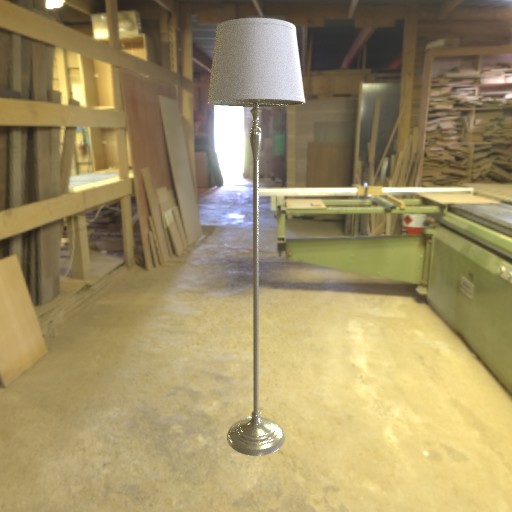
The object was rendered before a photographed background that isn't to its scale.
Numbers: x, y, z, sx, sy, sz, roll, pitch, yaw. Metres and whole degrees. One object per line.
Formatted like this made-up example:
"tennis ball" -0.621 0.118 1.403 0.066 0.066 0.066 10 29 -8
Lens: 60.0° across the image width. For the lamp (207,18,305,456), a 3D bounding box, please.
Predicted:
"lamp" 0.000 0.000 1.609 0.327 1.506 0.327 2 15 8
